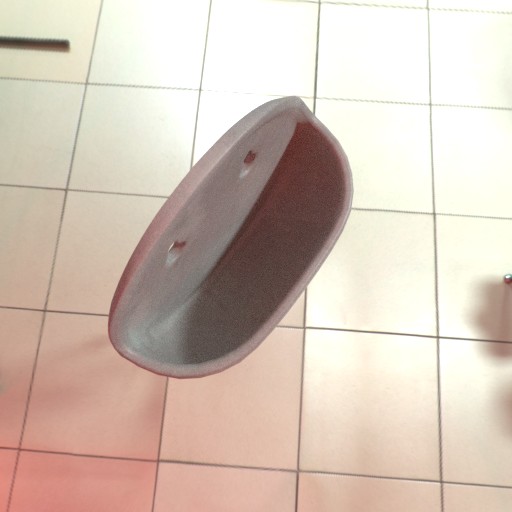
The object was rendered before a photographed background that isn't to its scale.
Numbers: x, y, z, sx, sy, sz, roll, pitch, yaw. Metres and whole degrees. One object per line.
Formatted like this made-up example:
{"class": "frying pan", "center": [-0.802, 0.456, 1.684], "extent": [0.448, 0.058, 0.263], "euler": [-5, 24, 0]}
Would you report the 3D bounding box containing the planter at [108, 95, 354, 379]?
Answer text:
{"class": "planter", "center": [0.000, 0.000, 0.275], "extent": [0.073, 0.164, 0.190], "euler": [36, 79, 8]}
